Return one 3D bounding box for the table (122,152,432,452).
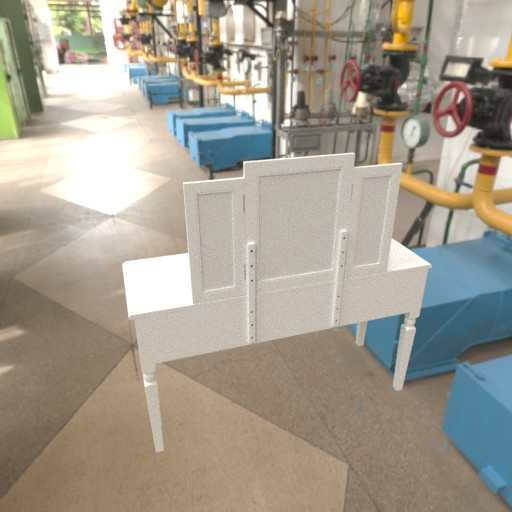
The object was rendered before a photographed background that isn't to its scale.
[{"bbox_3d":[0.000,0.000,2.375,1.369,1.310,1.115,-8,27,-16],"label":"table"}]
